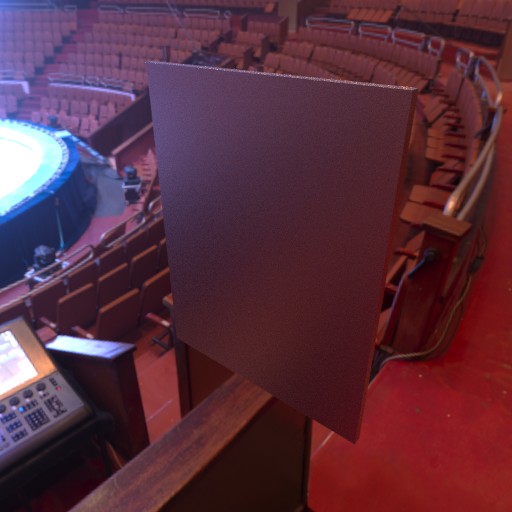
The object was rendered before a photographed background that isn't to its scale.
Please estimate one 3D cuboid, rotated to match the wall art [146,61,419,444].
[{"bbox_3d":[0.000,0.000,1.359,0.816,1.046,0.030,22,36,33],"label":"wall art"}]
